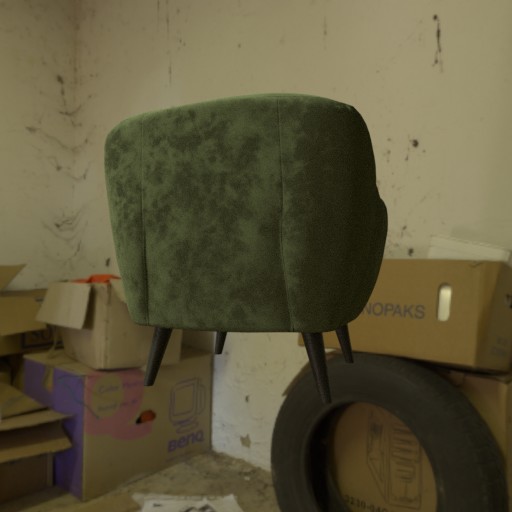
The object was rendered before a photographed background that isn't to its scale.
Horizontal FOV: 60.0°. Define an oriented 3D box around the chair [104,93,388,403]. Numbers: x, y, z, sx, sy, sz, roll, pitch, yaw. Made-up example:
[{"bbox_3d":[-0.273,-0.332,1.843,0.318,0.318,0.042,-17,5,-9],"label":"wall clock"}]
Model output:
[{"bbox_3d":[0.000,0.000,1.506,0.840,0.804,0.819,-1,-2,19],"label":"chair"}]
